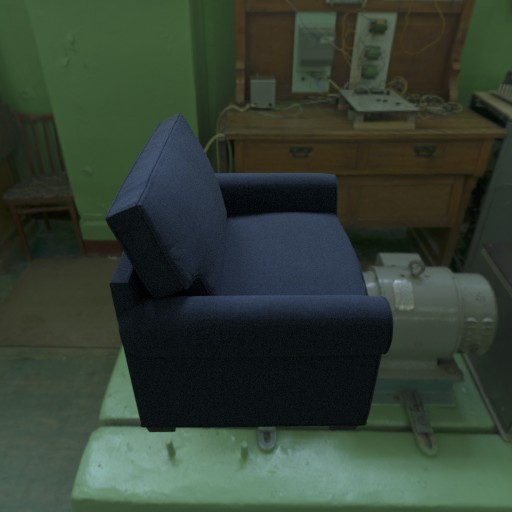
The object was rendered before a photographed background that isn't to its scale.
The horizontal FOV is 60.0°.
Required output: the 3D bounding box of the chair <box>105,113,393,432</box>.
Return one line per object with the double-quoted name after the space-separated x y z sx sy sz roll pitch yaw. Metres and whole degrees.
0.000 0.000 2.022 0.963 1.044 1.285 0 33 -1 "chair"
